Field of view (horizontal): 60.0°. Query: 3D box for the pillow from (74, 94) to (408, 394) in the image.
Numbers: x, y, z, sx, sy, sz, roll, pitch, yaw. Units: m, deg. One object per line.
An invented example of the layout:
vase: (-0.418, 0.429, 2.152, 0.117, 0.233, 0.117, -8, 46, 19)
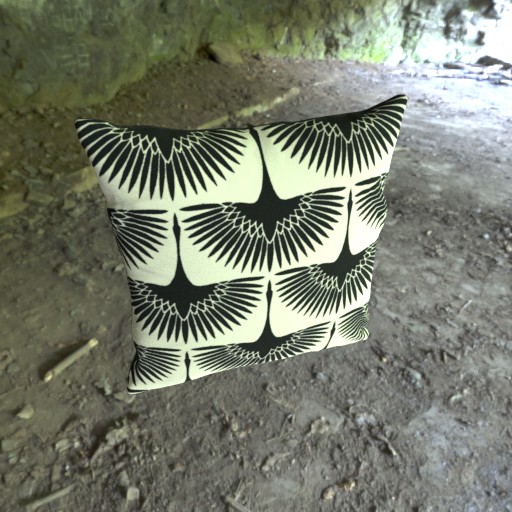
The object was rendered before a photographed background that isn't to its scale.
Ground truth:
pillow: (0.000, 0.000, 0.656, 0.432, 0.432, 0.139, -10, 32, -16)
